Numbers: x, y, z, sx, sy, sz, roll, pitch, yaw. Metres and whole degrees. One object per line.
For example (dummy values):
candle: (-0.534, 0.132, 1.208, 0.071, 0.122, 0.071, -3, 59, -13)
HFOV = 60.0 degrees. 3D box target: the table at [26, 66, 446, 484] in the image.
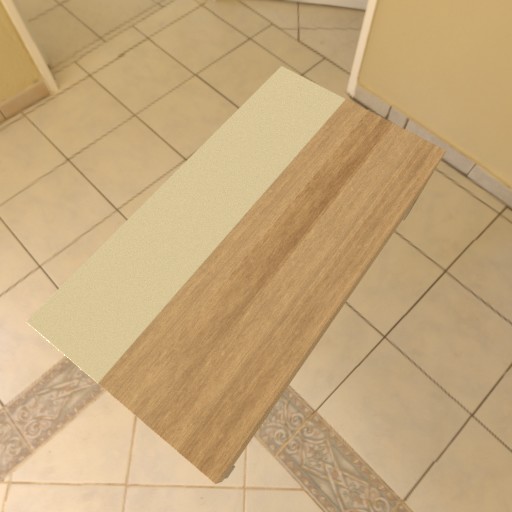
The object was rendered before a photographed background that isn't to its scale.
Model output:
table: (0.000, 0.000, 1.365, 0.600, 0.350, 1.100, 34, 69, 15)
